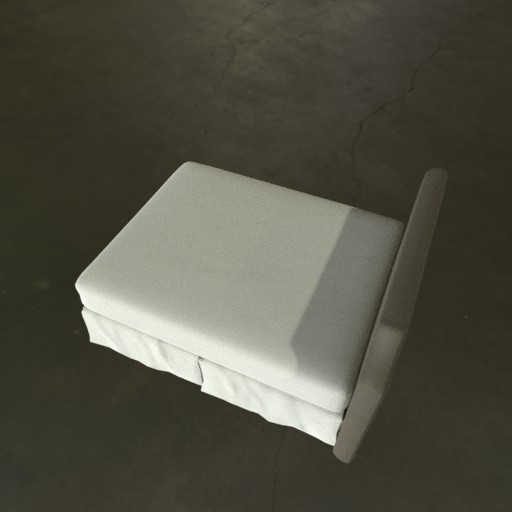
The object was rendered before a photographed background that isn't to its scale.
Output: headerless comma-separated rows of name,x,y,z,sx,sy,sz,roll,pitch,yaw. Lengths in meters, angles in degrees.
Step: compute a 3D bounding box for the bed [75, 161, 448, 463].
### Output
bed,0.000,0.000,3.270,2.181,1.297,1.831,19,51,16
